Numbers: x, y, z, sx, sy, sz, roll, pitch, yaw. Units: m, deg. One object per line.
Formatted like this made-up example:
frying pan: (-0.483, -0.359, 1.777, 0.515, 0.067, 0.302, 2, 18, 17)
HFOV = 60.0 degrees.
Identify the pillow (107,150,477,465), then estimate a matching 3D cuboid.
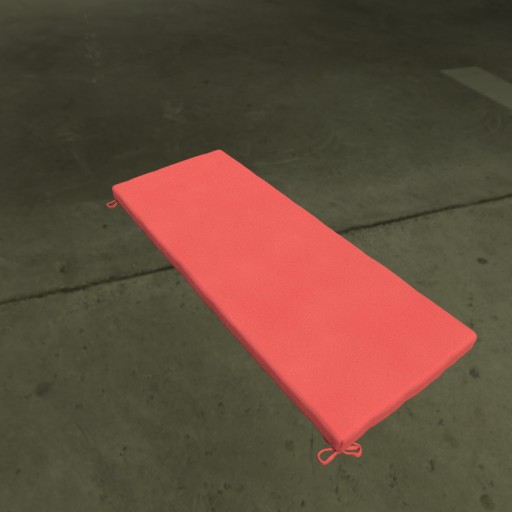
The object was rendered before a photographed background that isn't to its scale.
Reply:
pillow: (0.000, 0.000, 1.312, 0.492, 0.081, 1.187, -26, 48, -26)
